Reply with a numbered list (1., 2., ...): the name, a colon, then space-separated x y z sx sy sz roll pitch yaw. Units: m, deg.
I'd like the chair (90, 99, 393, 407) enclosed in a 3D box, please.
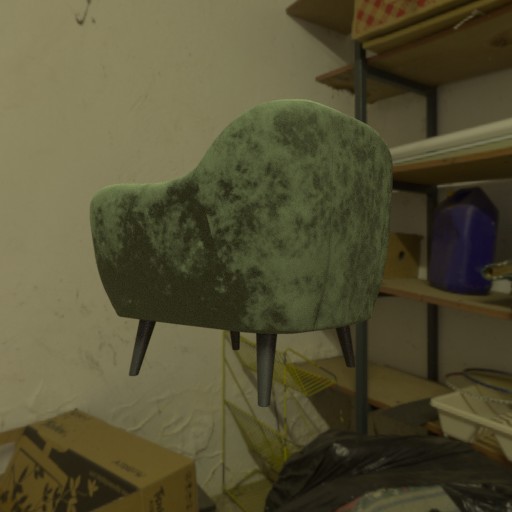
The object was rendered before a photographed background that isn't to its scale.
1. chair: 0.000 0.000 1.537 0.819 0.804 0.840 -1 -1 36
